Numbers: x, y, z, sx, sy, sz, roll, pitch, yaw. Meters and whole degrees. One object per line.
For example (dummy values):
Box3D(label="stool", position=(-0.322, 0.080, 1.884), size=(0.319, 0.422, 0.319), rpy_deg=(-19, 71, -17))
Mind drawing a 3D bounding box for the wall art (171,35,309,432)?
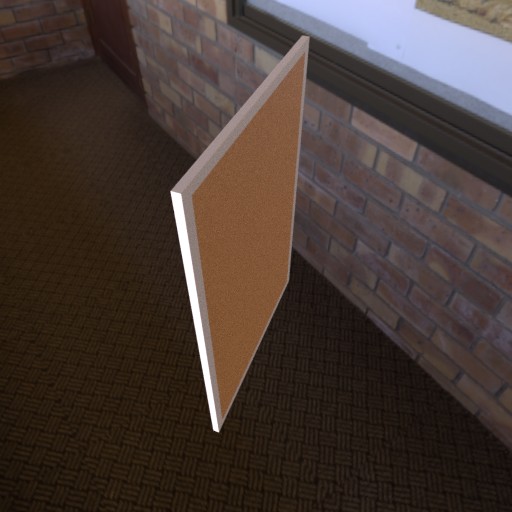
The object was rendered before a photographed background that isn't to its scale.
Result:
Box3D(label="wall art", position=(0.000, 0.000, 0.858), size=(0.013, 0.656, 0.456), rpy_deg=(17, 49, 15))
